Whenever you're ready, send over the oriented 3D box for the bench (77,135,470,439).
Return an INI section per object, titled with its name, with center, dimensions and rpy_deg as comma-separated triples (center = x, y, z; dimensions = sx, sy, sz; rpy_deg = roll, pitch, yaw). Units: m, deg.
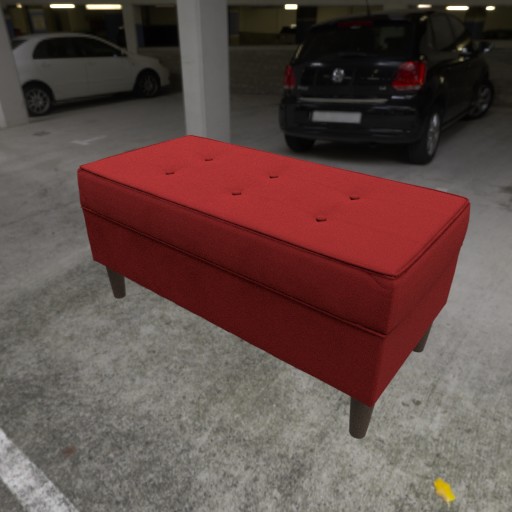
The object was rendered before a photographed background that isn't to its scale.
[bench]
center = 0.000, 0.000, 1.311
dimensions = 1.016, 0.471, 0.492
rpy_deg = 21, 36, 33
